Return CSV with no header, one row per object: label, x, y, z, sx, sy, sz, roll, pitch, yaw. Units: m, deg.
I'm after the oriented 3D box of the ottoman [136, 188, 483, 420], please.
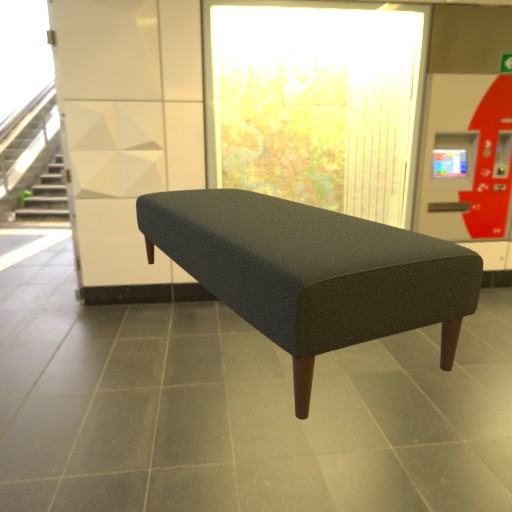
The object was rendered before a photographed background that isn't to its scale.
ottoman,0.000,0.000,1.813,0.646,0.393,1.609,-8,17,-26
